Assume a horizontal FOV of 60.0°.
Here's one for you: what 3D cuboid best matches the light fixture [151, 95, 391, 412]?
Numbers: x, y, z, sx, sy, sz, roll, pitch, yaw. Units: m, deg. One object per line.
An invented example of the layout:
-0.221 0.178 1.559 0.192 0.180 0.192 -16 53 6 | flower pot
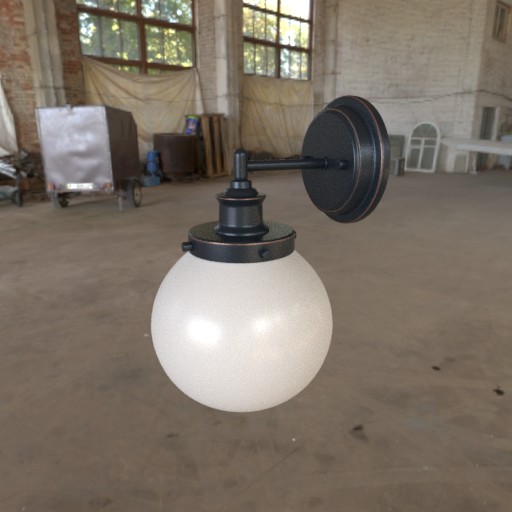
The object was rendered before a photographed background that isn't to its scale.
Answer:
0.000 0.000 0.478 0.230 0.332 0.197 -7 18 -24 | light fixture
